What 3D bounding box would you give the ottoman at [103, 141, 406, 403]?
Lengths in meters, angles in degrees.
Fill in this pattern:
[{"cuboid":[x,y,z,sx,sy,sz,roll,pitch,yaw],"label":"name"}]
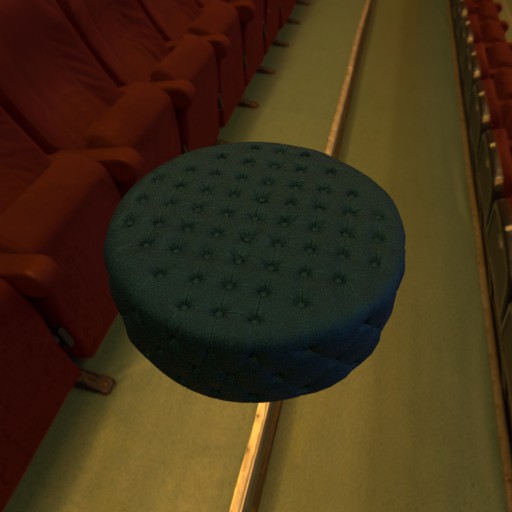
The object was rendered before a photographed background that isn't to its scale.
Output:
[{"cuboid":[0.000,0.000,1.578,0.998,0.398,0.998,0,46,0],"label":"ottoman"}]
